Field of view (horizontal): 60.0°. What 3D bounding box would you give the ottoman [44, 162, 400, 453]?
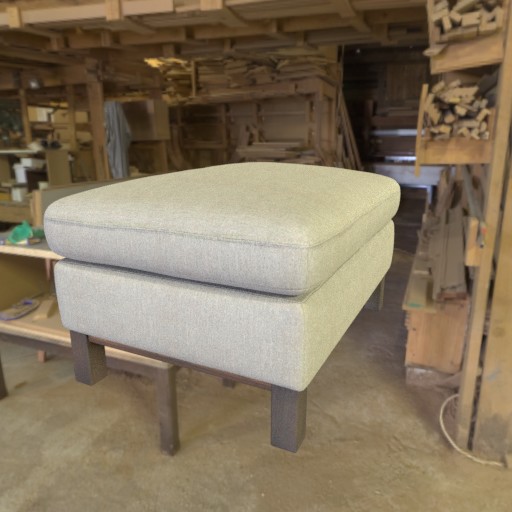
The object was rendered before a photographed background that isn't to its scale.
[{"bbox_3d":[0.000,0.000,1.011,0.528,0.404,0.735,8,17,25],"label":"ottoman"}]
